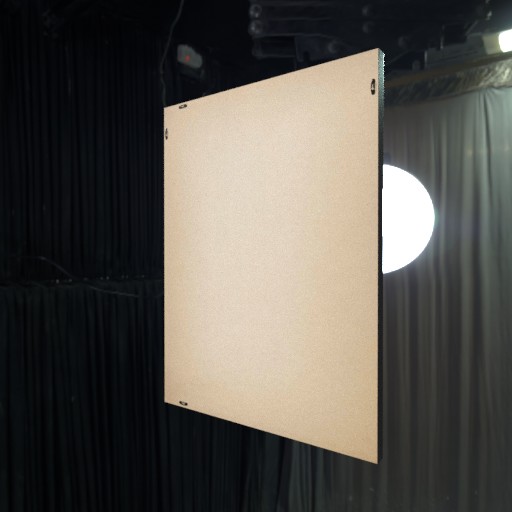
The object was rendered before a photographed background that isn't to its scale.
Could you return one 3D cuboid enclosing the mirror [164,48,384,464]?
[{"bbox_3d":[0.000,0.000,1.320,0.762,1.016,0.041,0,1,36],"label":"mirror"}]
